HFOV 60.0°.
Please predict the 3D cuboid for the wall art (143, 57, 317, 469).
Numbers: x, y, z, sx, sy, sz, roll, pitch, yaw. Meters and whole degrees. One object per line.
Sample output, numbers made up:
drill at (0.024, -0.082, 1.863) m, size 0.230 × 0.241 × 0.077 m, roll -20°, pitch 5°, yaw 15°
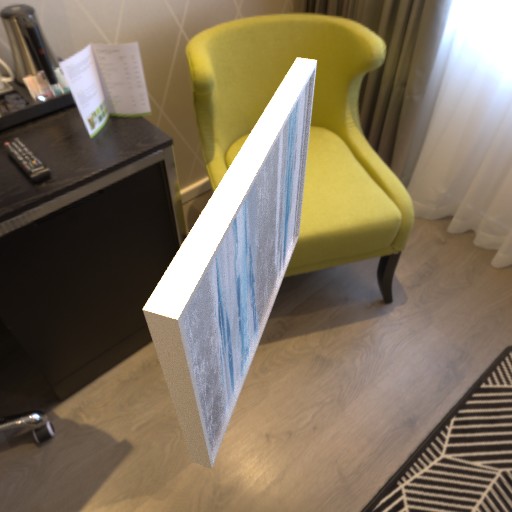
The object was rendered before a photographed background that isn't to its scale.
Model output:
wall art at (0.000, 0.000, 1.398) m, size 0.066 × 0.801 × 1.056 m, roll 14°, pitch 49°, yaw 12°
